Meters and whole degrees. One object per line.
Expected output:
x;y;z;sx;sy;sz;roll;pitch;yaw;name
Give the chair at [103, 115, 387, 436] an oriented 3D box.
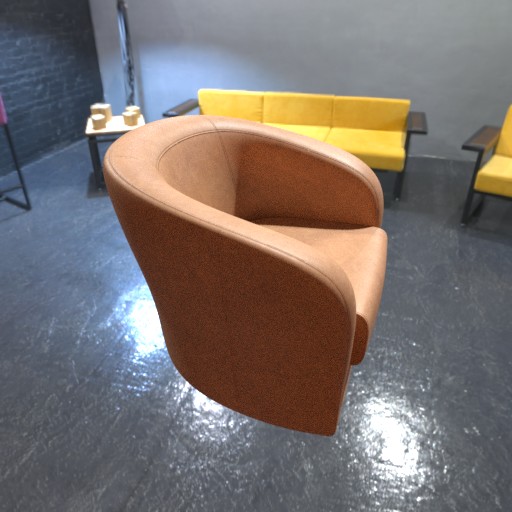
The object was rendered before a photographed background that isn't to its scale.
0.000;0.000;1.443;0.815;0.771;0.791;10;33;17;chair
